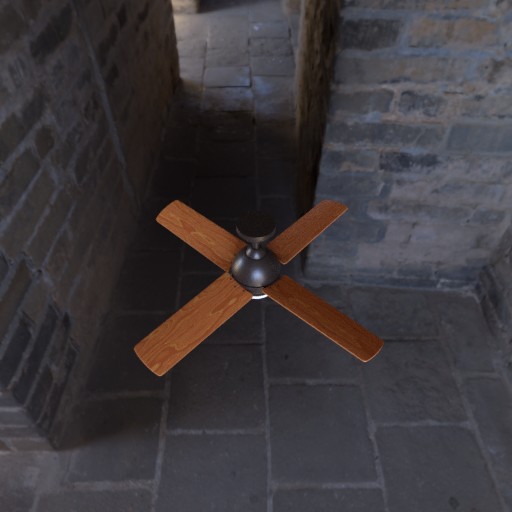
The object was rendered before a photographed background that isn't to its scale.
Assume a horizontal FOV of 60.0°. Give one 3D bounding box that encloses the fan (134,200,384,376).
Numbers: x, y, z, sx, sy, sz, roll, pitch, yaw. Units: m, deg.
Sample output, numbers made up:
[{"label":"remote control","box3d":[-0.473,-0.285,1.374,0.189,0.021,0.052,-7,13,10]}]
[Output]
[{"label":"fan","box3d":[0.000,0.000,2.036,1.332,0.403,1.332,33,55,27]}]
